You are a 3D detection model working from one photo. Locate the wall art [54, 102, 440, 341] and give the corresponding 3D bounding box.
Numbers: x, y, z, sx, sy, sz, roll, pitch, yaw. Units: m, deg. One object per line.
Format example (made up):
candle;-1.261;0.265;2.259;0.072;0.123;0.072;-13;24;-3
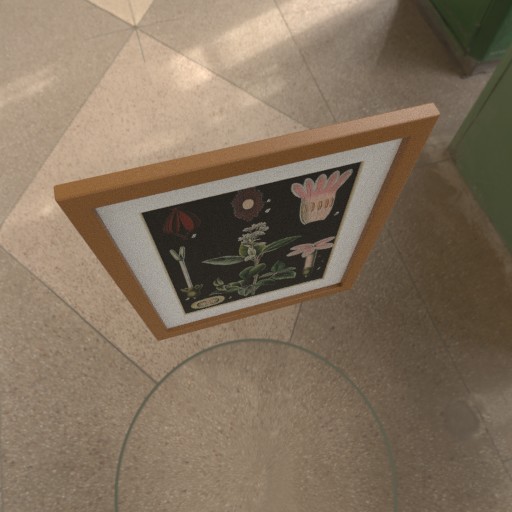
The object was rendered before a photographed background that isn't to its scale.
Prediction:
wall art;0.000;0.000;0.747;0.449;0.550;0.021;-14;65;-7
